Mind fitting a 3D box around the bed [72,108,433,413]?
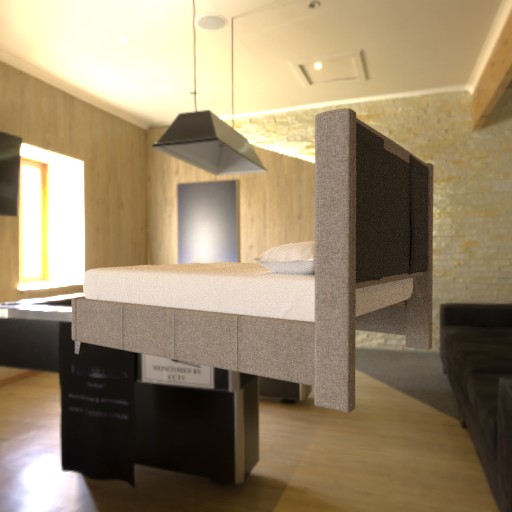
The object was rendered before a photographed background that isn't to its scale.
[{"bbox_3d":[0.000,0.000,3.442,2.245,1.476,1.714,1,1,34],"label":"bed"}]
